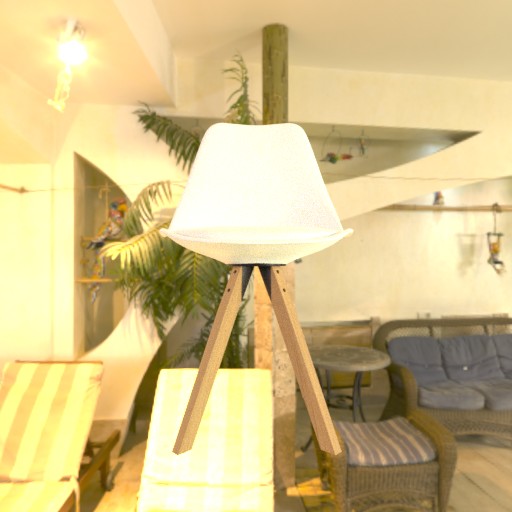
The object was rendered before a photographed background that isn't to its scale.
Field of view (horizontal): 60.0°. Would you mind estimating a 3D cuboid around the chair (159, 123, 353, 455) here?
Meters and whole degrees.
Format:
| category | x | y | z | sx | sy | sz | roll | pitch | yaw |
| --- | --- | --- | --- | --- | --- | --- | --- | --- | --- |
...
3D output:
| category | x | y | z | sx | sy | sz | roll | pitch | yaw |
| --- | --- | --- | --- | --- | --- | --- | --- | --- | --- |
| chair | 0.000 | 0.000 | 1.166 | 0.485 | 0.849 | 0.550 | 0 | 0 | -1 |
